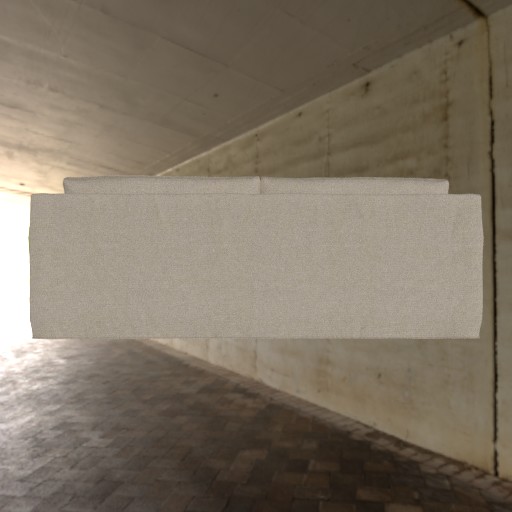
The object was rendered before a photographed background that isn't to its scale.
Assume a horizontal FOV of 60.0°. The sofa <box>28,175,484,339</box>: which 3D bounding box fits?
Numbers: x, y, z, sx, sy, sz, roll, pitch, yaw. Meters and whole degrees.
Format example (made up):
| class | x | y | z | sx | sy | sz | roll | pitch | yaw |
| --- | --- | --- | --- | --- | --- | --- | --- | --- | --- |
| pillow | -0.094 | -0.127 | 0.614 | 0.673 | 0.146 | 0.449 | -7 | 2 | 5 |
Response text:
| class | x | y | z | sx | sy | sz | roll | pitch | yaw |
| --- | --- | --- | --- | --- | --- | --- | --- | --- | --- |
| sofa | 0.000 | 0.000 | 2.657 | 2.296 | 0.847 | 0.956 | 0 | -1 | -1 |
